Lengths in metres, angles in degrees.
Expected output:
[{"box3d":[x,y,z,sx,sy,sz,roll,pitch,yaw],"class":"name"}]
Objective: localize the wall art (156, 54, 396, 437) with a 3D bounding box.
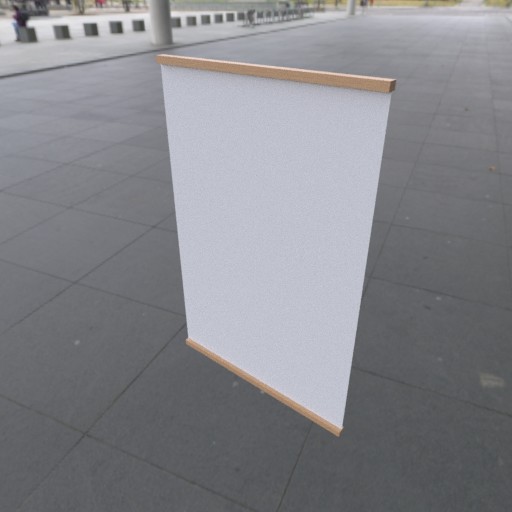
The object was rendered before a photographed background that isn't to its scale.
[{"box3d":[0.000,0.000,0.767,0.401,0.611,0.016,22,37,33],"class":"wall art"}]
